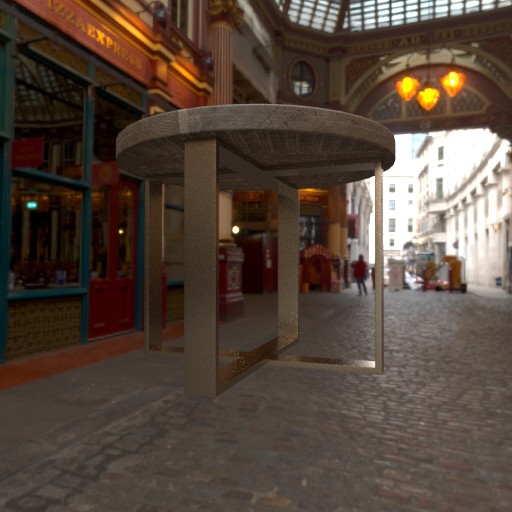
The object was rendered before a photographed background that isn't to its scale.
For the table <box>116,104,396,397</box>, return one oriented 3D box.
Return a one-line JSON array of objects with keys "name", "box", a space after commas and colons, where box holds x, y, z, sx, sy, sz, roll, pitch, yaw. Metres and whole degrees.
[{"name": "table", "box": [0.000, 0.000, 0.924, 0.557, 0.437, 0.557, 0, -1, 0]}]
